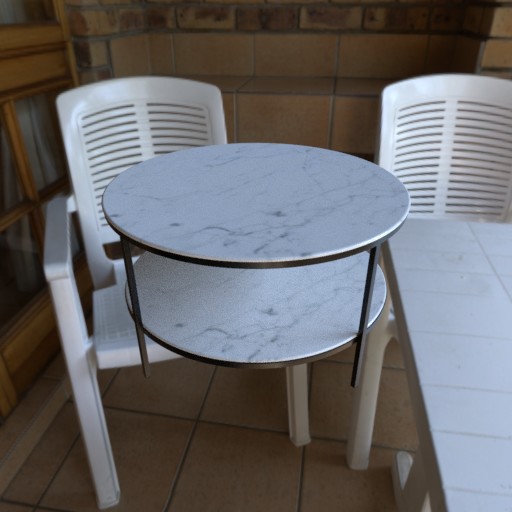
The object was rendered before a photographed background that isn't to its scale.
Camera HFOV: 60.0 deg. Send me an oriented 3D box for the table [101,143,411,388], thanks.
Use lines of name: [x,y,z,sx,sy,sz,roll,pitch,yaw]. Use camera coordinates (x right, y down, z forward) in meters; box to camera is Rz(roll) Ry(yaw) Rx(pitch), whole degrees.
table: [0.000,0.000,1.309,0.800,0.450,0.800,0,30,0]
